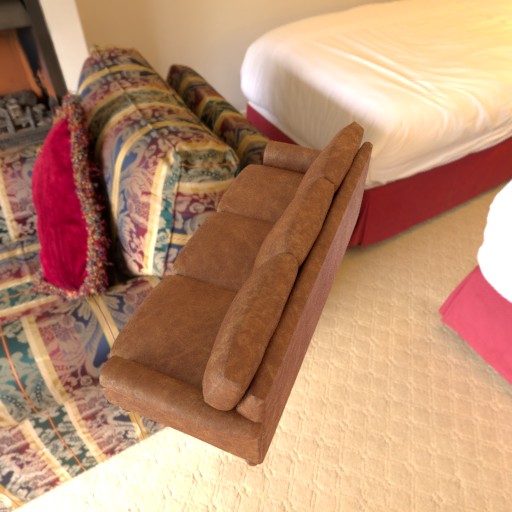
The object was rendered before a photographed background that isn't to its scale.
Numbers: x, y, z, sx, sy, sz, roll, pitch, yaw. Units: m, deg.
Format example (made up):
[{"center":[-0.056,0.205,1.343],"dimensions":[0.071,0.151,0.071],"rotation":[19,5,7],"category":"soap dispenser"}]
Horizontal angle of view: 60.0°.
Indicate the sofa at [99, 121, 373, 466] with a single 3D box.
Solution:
[{"center":[0.000,0.000,2.874],"dimensions":[0.973,0.977,2.351],"rotation":[16,48,16],"category":"sofa"}]
